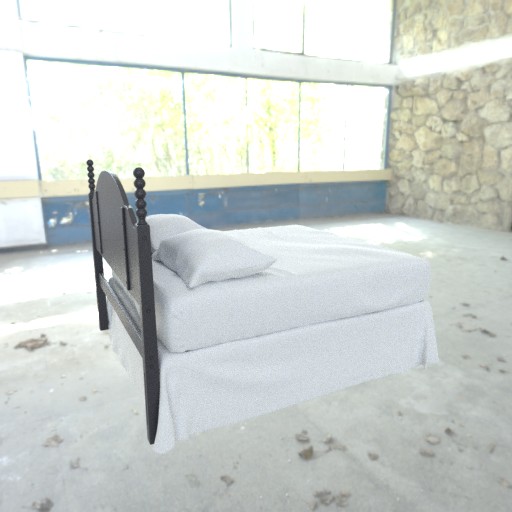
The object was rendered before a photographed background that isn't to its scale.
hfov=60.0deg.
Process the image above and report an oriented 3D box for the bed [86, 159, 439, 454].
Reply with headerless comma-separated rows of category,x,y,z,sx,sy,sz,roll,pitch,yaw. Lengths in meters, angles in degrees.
bed,0.000,0.000,3.208,2.040,1.356,1.873,-7,15,-26
